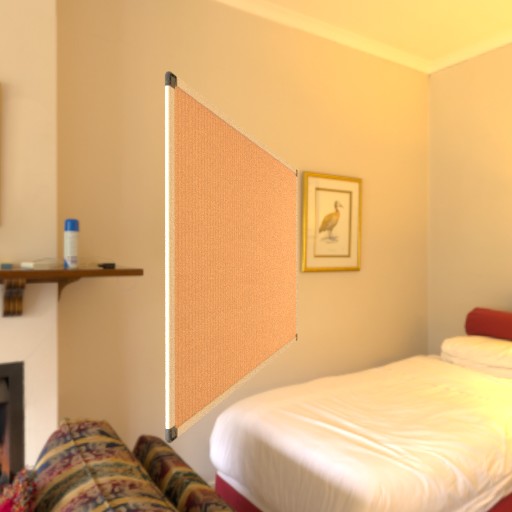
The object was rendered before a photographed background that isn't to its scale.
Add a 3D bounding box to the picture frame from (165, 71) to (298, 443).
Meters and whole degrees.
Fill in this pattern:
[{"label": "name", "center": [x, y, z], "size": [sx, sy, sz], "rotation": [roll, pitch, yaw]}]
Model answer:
[{"label": "picture frame", "center": [0.000, 0.000, 1.135], "size": [0.010, 0.600, 0.900], "rotation": [0, 0, 18]}]
